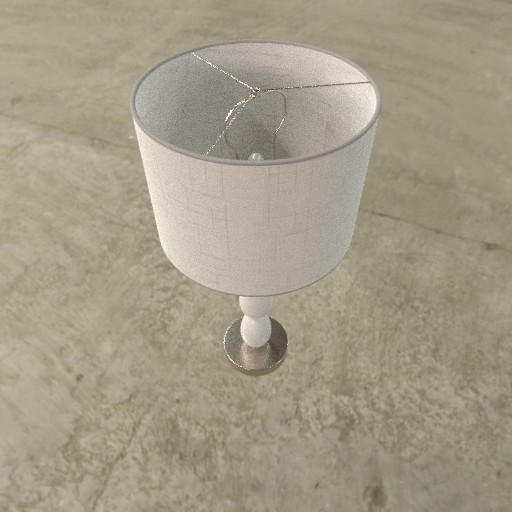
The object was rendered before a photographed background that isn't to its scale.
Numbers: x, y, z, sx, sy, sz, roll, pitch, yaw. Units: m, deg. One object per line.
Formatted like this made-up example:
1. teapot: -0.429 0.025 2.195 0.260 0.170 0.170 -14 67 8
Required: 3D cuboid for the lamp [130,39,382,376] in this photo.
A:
1. lamp: 0.000 0.000 0.707 0.282 0.559 0.280 -31 55 -25
